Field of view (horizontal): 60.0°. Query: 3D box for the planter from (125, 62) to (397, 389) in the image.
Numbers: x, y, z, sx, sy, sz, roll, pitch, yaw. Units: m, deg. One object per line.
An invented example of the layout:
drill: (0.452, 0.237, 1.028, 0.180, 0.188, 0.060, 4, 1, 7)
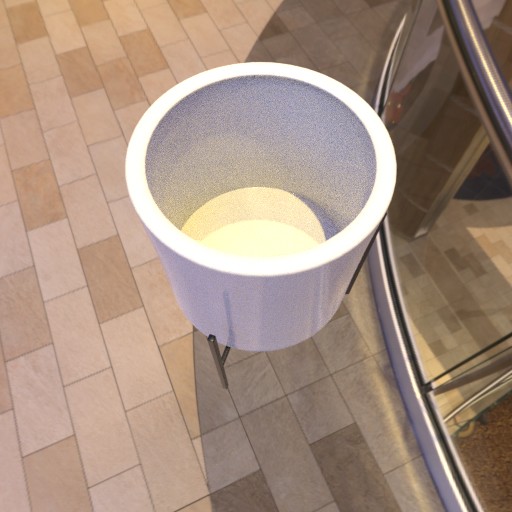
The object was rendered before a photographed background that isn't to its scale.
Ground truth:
planter: (0.000, 0.000, 0.741, 0.360, 0.480, 0.361, 18, 64, 9)
